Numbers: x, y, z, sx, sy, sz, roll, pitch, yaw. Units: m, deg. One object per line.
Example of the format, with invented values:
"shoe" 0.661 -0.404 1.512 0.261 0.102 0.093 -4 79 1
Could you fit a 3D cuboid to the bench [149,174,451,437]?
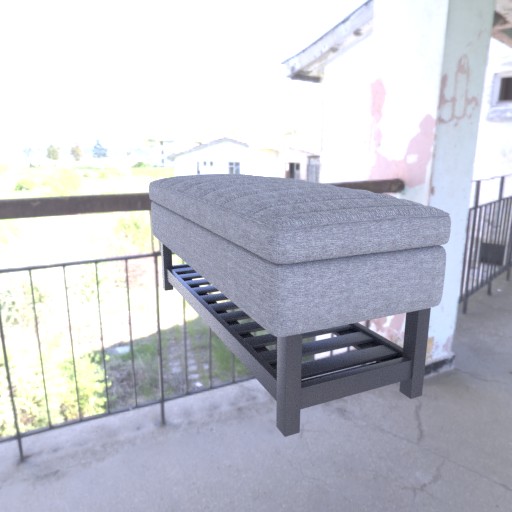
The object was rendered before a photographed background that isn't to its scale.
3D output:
"bench" 0.000 0.000 1.352 0.429 0.470 1.100 -6 15 -24
